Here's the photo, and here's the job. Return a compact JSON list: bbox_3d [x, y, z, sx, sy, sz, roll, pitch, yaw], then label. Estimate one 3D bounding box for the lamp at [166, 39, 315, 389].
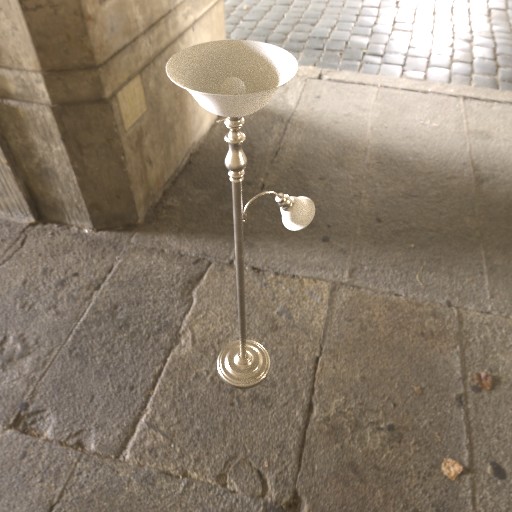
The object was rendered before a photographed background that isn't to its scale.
[{"bbox_3d":[0.000,0.000,2.035,0.575,1.785,0.405,-23,50,-21],"label":"lamp"}]
